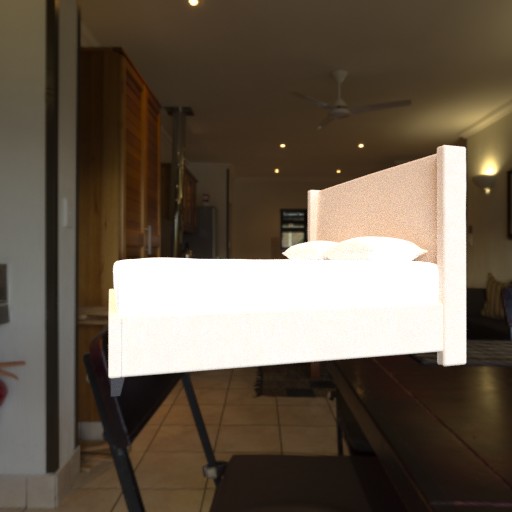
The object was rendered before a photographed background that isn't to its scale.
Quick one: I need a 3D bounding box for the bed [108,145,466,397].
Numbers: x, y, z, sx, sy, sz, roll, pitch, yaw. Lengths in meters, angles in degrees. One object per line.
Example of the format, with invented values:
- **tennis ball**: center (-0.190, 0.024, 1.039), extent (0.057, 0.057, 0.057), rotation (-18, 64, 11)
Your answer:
- **bed**: center (0.000, 0.000, 3.640), extent (2.293, 1.471, 2.145), rotation (0, 0, -18)
